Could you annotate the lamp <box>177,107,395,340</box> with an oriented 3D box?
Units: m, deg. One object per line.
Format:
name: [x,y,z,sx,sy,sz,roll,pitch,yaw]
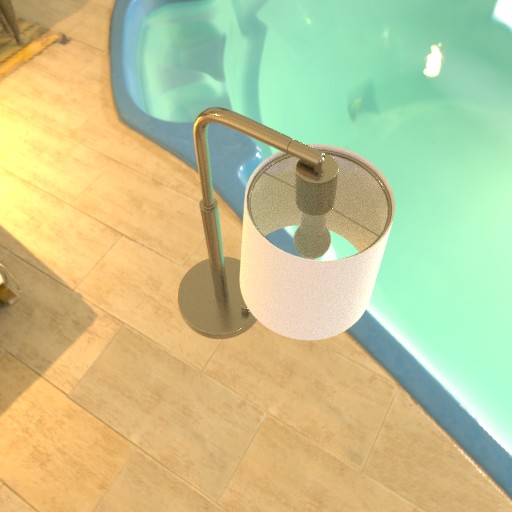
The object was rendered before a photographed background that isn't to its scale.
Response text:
lamp: [0.000,0.000,0.624,0.333,0.489,0.171,33,64,18]
